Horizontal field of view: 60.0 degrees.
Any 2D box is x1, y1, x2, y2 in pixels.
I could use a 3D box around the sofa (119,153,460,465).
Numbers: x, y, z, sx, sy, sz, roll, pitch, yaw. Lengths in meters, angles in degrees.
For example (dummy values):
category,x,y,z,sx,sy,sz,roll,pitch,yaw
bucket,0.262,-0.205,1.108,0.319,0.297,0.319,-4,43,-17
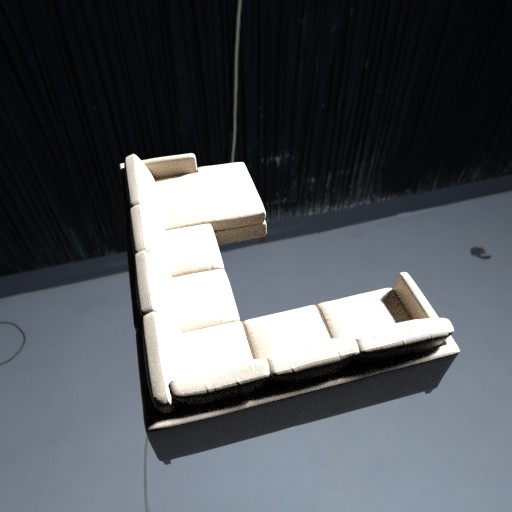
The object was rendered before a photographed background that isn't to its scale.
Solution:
category,x,y,z,sx,sy,sz,roll,pitch,yaw
sofa,0.000,0.000,4.710,2.594,0.961,3.460,-11,47,-10
